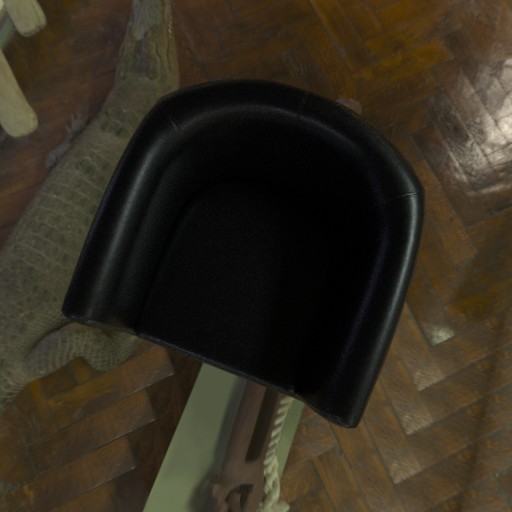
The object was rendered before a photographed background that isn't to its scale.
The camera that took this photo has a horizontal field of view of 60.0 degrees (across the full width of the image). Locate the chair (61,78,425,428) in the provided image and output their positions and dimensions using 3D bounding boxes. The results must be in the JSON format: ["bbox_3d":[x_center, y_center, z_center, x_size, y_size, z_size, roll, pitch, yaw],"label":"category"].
[{"bbox_3d":[0.000,0.000,1.362,0.793,0.756,0.727,20,79,4],"label":"chair"}]
